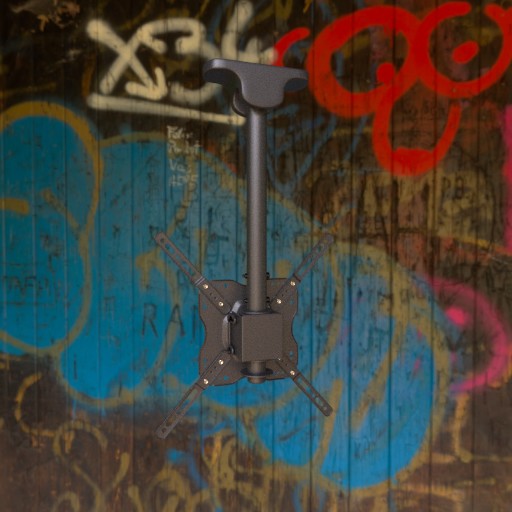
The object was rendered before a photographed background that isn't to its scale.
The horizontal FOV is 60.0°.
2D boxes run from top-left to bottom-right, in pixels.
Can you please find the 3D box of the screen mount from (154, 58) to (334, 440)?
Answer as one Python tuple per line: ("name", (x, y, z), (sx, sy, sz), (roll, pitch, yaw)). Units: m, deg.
("screen mount", (0.000, 0.000, 0.889), (0.393, 0.729, 0.090), (-1, 2, -19))
